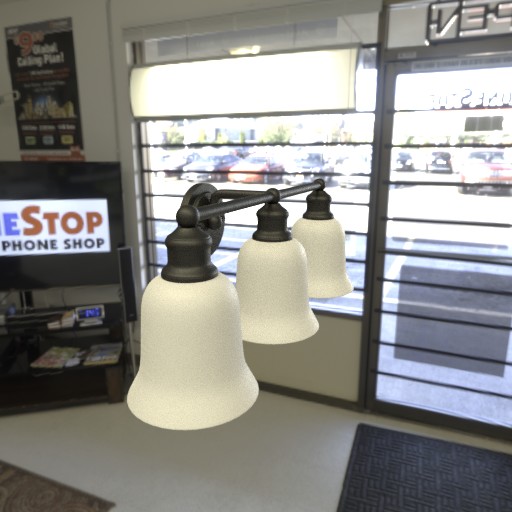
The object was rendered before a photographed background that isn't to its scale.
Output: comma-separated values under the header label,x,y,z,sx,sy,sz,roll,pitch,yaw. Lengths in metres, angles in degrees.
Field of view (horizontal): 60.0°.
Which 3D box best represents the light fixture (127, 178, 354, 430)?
label,x,y,z,sx,sy,sz,roll,pitch,yaw
light fixture,0.000,0.000,0.669,0.198,0.211,0.570,7,15,25
